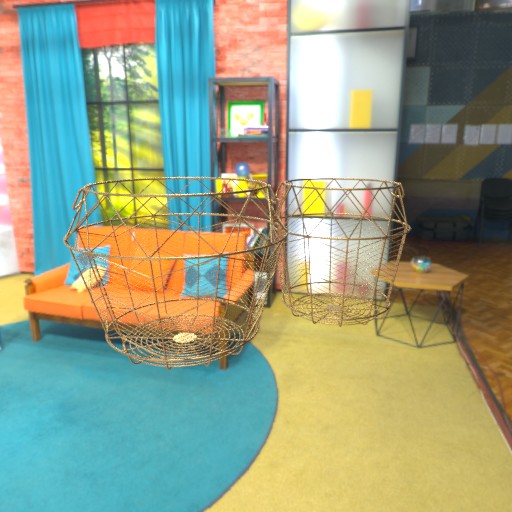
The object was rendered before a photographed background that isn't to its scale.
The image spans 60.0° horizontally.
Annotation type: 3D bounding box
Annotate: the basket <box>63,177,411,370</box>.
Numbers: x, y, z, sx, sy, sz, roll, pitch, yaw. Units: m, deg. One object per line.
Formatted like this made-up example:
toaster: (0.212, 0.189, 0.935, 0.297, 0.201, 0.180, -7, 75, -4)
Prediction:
basket: (0.000, 0.000, 1.022, 0.805, 0.343, 0.451, -7, 16, -26)
